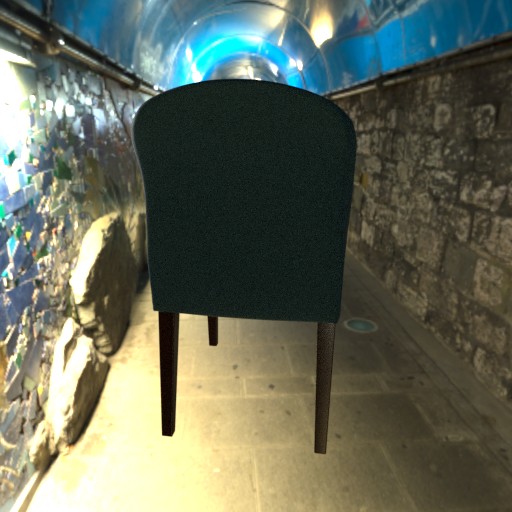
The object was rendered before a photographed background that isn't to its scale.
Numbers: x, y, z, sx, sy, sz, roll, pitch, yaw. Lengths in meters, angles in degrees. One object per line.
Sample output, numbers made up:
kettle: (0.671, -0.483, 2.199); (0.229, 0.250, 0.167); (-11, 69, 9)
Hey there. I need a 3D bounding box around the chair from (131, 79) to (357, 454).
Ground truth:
chair: (0.000, 0.000, 1.262); (0.507, 0.879, 0.620); (3, 16, 9)
